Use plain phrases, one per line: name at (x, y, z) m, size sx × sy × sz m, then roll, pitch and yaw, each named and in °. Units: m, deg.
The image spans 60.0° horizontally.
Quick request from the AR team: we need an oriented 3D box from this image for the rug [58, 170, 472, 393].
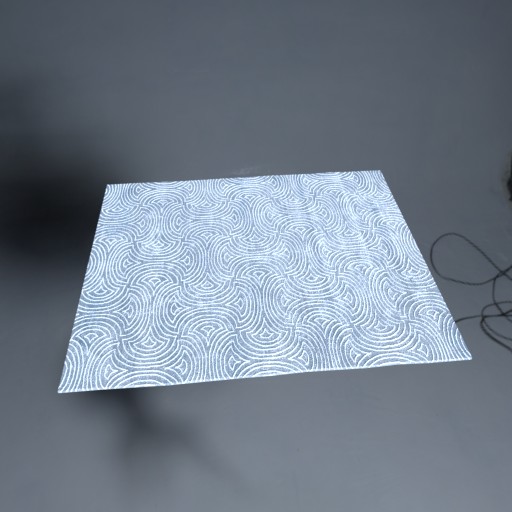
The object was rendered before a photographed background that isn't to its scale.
rug at (0.000, 0.000, 4.080) m, size 3.042 × 0.021 × 2.456 m, roll -4°, pitch 46°, yaw -4°
